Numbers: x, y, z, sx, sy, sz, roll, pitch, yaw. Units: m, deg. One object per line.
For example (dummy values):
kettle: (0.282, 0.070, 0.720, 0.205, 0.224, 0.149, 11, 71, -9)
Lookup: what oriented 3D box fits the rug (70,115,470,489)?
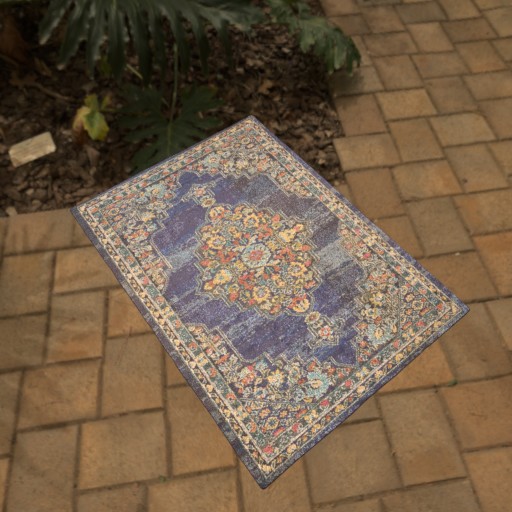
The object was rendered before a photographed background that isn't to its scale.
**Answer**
rug: (0.000, 0.000, 2.928, 1.630, 0.009, 2.232, -33, 64, -19)
